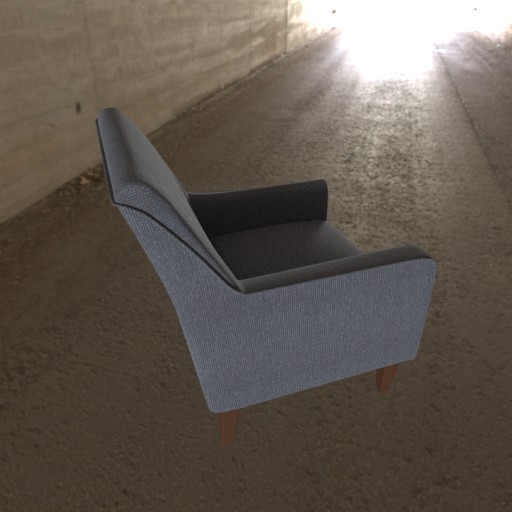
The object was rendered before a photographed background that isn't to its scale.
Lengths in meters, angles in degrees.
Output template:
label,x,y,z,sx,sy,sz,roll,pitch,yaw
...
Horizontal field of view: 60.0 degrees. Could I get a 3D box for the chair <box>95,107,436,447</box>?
label,x,y,z,sx,sy,sz,roll,pitch,yaw
chair,0.000,0.000,1.553,0.899,0.919,0.780,-10,32,-17
